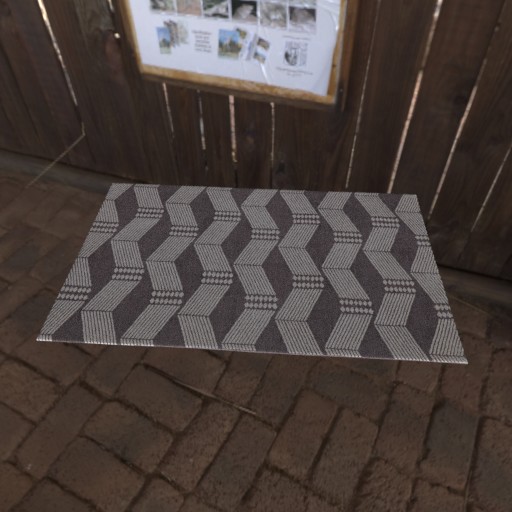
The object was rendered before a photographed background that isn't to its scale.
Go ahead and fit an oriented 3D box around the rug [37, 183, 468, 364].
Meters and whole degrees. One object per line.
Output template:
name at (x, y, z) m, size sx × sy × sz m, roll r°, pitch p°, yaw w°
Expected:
rug at (0.000, 0.000, 3.025) m, size 2.435 × 0.011 × 1.517 m, roll 3°, pitch 45°, yaw 3°
